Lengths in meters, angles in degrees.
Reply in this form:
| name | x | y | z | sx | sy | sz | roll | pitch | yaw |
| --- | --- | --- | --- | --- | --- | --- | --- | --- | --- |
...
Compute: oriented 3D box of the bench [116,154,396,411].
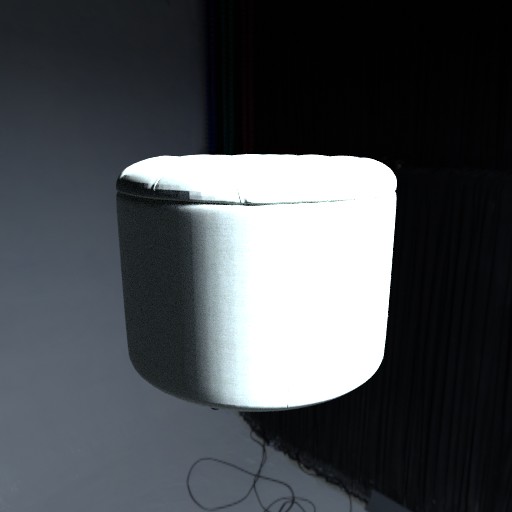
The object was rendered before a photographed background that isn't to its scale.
| name | x | y | z | sx | sy | sz | roll | pitch | yaw |
| --- | --- | --- | --- | --- | --- | --- | --- | --- | --- |
| bench | 0.000 | 0.000 | 1.026 | 0.600 | 0.453 | 0.600 | 0 | 14 | 0 |
